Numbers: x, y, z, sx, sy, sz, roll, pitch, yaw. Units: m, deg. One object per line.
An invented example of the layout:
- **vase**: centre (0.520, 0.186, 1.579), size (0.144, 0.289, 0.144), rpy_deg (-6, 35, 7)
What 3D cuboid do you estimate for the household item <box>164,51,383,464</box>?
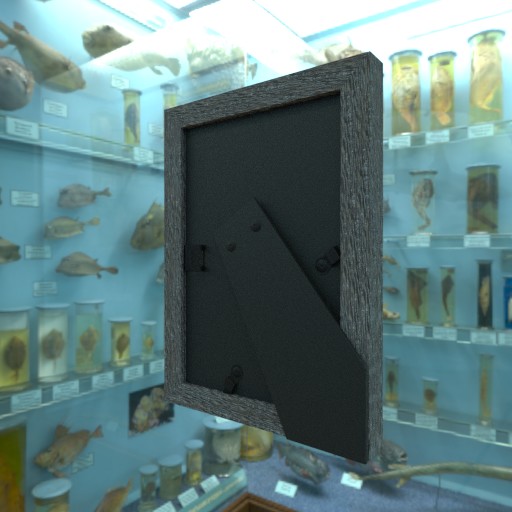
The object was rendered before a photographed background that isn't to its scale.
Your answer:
- **household item**: centre (0.000, 0.000, 0.239), size (0.133, 0.180, 0.020), rpy_deg (0, 0, 37)
